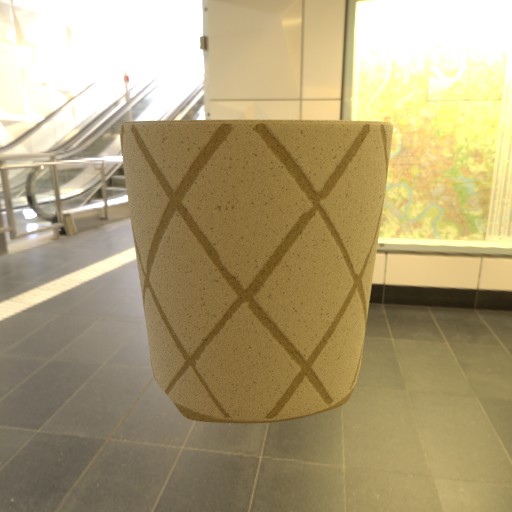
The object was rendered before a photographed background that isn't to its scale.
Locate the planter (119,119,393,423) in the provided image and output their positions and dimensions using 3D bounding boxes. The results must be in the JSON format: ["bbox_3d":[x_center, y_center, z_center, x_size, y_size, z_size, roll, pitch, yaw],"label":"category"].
[{"bbox_3d":[0.000,0.000,0.347,0.191,0.199,0.191,0,16,0],"label":"planter"}]
